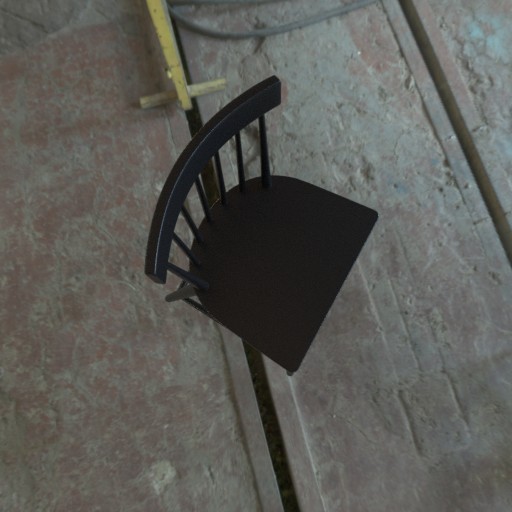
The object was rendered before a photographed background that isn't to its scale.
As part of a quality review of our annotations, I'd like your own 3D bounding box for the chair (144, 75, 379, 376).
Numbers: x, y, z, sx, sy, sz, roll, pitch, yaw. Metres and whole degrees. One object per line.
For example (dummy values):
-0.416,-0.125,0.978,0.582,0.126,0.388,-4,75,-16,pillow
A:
0.000,0.000,1.284,0.572,0.952,0.483,29,77,7,chair
